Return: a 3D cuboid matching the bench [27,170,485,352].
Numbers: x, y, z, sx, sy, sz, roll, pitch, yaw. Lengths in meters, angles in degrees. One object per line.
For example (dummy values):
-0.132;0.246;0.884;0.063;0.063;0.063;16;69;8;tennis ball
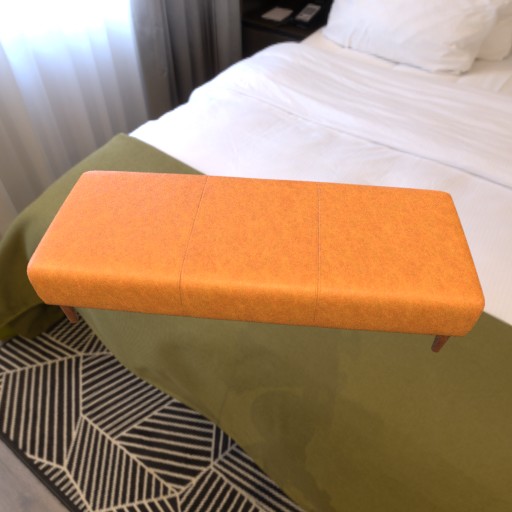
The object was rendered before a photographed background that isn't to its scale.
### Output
0.000;0.000;1.843;1.610;0.399;0.653;4;47;4;bench
